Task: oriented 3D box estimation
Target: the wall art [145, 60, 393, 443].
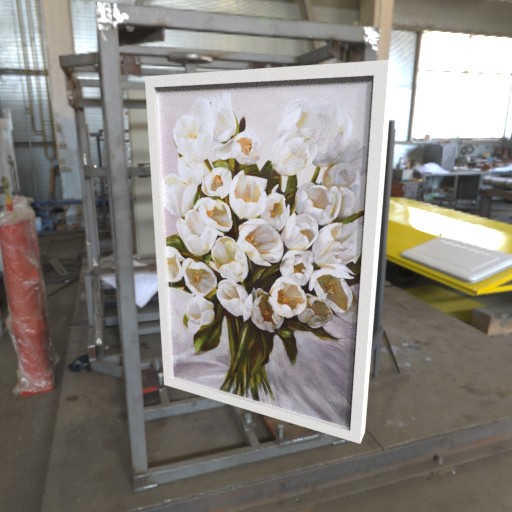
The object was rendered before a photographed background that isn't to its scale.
[{"bbox_3d":[0.000,0.000,0.845,0.450,0.657,0.038,8,17,25],"label":"wall art"}]
